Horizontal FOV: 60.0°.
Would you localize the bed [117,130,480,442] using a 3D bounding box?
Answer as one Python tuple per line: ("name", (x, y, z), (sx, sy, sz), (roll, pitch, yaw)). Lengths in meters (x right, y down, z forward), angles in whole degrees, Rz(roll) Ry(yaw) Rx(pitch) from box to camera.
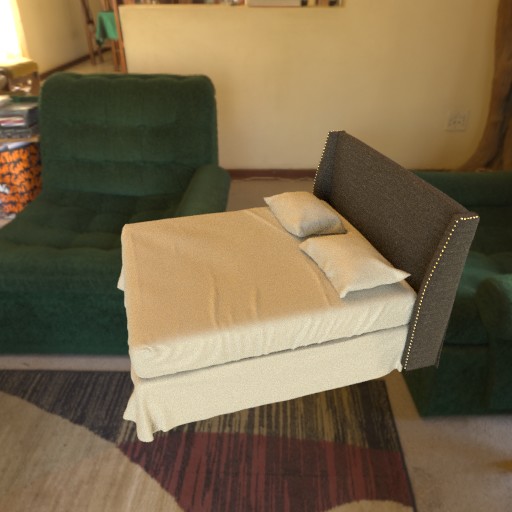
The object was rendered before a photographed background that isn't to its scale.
("bed", (0.000, 0.000, 3.490), (2.276, 1.332, 1.925), (-9, 33, -14))
